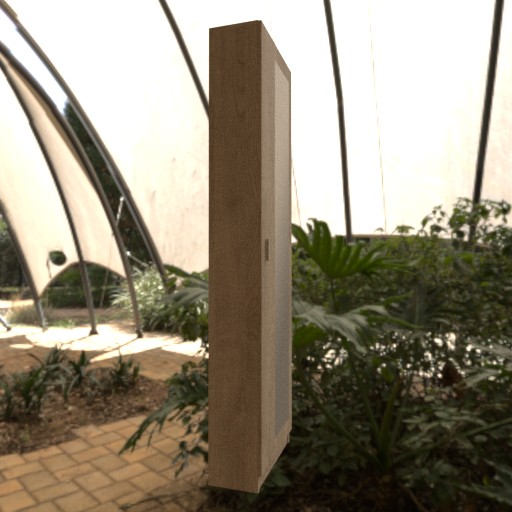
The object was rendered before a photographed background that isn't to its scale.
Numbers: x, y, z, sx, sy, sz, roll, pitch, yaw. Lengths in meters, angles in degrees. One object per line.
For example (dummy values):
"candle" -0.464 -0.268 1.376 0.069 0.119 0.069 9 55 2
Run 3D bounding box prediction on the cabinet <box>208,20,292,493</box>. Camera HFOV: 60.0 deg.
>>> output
"cabinet" 0.000 0.000 1.940 0.230 1.790 0.500 0 -1 18
